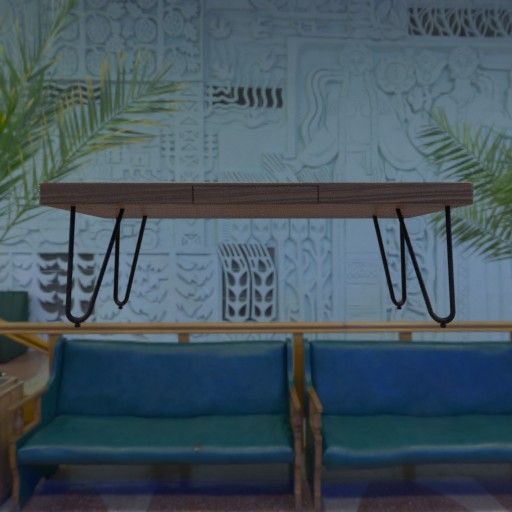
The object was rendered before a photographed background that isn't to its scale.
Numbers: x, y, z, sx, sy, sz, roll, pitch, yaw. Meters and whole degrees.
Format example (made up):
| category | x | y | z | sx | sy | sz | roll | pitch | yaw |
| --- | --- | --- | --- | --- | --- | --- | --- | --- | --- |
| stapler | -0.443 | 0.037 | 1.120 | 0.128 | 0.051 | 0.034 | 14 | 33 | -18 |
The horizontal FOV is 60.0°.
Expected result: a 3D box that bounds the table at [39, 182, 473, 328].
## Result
| category | x | y | z | sx | sy | sz | roll | pitch | yaw |
| --- | --- | --- | --- | --- | --- | --- | --- | --- | --- |
| table | 0.000 | 0.000 | 1.701 | 1.375 | 0.468 | 0.637 | 0 | 1 | 0 |
